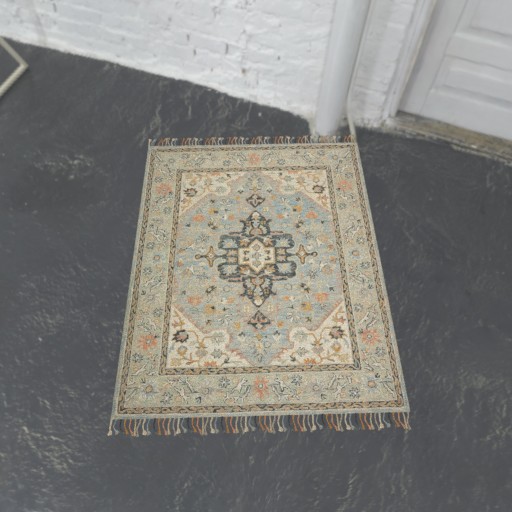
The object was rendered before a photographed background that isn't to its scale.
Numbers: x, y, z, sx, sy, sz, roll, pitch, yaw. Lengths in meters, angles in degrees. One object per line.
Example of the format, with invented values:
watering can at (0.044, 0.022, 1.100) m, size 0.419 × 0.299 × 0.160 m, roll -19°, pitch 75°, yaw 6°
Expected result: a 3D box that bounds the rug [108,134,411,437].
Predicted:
rug at (0.000, 0.000, 4.269) m, size 2.379 × 0.011 × 3.221 m, roll -1°, pitch 59°, yaw -1°
